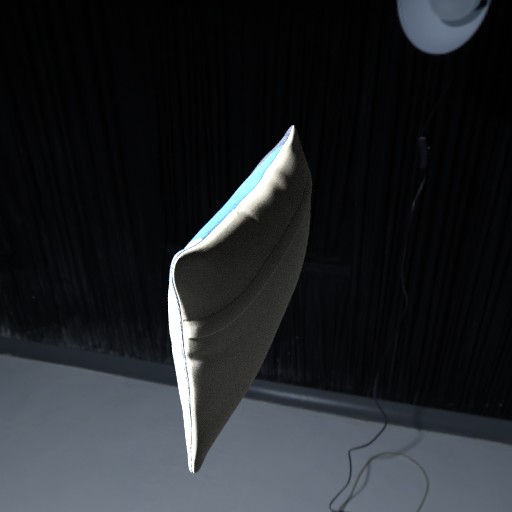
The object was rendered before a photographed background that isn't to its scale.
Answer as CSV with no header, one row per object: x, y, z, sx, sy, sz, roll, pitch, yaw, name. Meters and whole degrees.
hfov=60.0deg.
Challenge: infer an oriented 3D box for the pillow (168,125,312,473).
0.000,0.000,0.734,0.148,0.307,0.604,8,30,13,pillow
